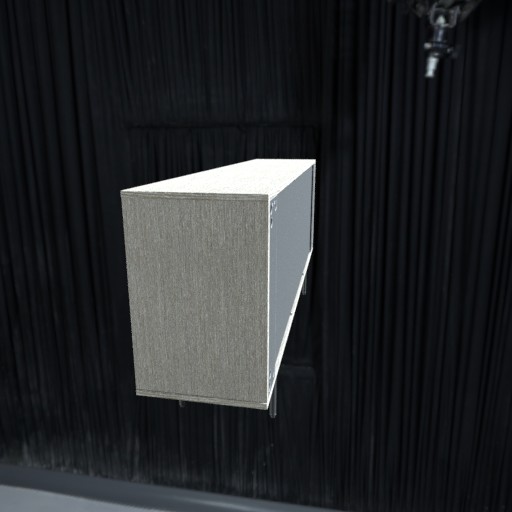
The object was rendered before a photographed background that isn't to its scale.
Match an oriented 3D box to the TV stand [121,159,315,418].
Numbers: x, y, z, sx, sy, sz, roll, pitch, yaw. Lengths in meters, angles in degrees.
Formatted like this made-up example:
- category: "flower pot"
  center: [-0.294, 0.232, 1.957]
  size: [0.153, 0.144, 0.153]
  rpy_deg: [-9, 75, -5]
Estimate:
- category: "TV stand"
  center: [0.000, 0.000, 2.027]
  size: [0.405, 0.787, 1.804]
  rpy_deg: [3, 15, 10]
